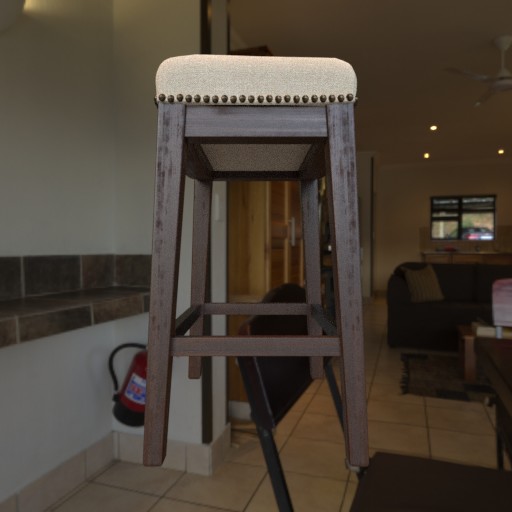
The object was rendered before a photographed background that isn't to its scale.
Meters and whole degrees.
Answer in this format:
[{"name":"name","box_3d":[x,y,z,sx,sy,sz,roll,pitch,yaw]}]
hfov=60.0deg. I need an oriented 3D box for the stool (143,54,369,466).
[{"name":"stool","box_3d":[0.000,0.000,0.957,0.363,0.669,0.509,0,1,0]}]
